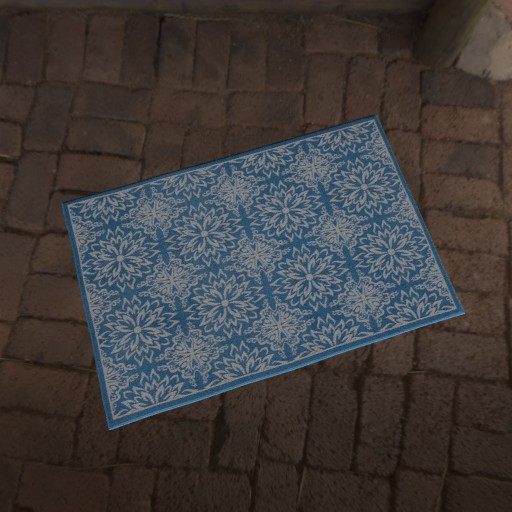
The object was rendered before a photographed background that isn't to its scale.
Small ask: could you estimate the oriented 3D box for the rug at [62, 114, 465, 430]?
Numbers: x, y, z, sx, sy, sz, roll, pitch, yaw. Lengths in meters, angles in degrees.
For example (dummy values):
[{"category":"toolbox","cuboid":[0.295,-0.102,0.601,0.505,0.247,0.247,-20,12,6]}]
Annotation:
[{"category":"rug","cuboid":[0.000,0.000,3.509,2.769,0.018,1.830,-17,75,-5]}]
